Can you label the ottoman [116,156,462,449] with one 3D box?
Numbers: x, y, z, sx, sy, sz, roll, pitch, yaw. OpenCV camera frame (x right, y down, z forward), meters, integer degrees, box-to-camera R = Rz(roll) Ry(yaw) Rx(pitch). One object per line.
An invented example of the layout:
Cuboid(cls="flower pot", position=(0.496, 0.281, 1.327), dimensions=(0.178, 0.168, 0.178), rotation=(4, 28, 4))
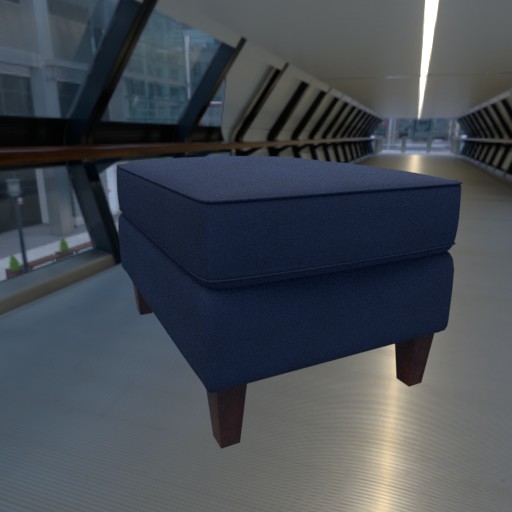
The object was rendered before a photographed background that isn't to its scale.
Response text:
Cuboid(cls="ottoman", position=(0.000, 0.000, 1.389), dimensions=(0.686, 0.584, 0.965), rotation=(-8, 18, -25))
